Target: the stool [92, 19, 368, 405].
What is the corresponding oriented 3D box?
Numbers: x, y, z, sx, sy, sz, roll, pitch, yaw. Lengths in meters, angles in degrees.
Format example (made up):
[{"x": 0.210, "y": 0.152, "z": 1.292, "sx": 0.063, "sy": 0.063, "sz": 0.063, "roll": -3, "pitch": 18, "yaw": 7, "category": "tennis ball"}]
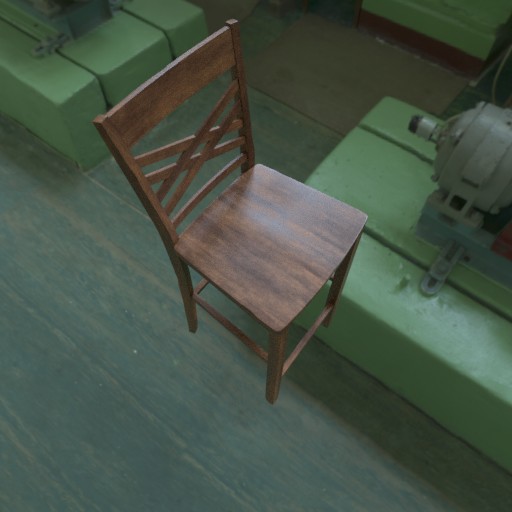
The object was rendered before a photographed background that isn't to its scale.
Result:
[{"x": 0.000, "y": 0.000, "z": 1.336, "sx": 0.487, "sy": 1.105, "sz": 0.433, "roll": 33, "pitch": 64, "yaw": 18, "category": "stool"}]
